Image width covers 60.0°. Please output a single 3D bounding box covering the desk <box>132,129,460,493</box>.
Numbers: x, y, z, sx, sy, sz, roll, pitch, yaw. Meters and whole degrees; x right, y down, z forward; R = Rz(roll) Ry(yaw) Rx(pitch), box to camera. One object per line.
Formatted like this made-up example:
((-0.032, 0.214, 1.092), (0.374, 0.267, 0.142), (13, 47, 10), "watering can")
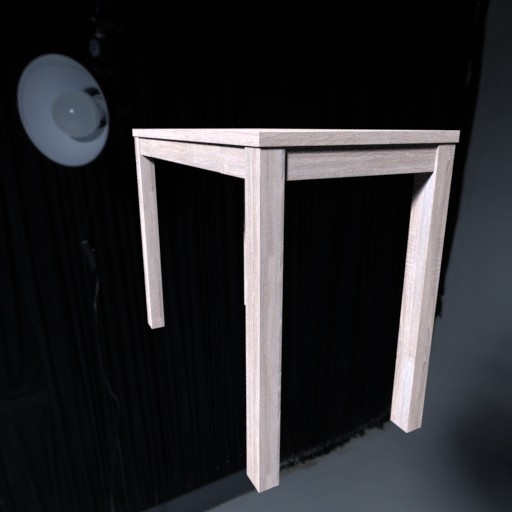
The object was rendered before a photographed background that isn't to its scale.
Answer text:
((0.000, 0.000, 1.390), (0.495, 0.762, 0.991), (-8, 18, -26), "desk")
